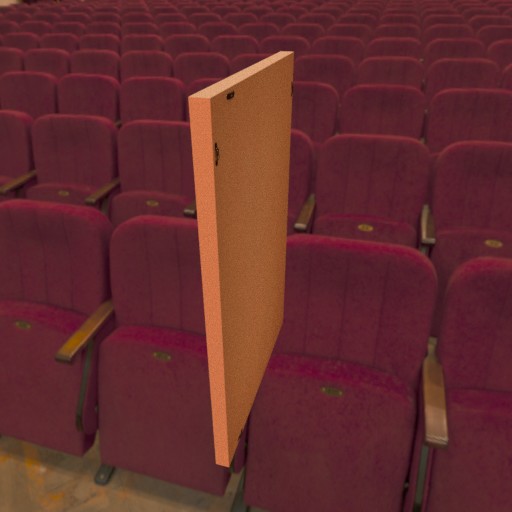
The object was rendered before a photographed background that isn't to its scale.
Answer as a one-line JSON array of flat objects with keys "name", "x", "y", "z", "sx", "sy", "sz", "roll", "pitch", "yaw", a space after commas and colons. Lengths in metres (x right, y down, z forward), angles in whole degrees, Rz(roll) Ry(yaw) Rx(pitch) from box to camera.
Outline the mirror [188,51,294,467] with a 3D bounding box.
[{"name": "mirror", "x": 0.000, "y": 0.000, "z": 1.161, "sx": 0.041, "sy": 0.915, "sz": 0.609, "roll": 9, "pitch": 32, "yaw": 14}]
